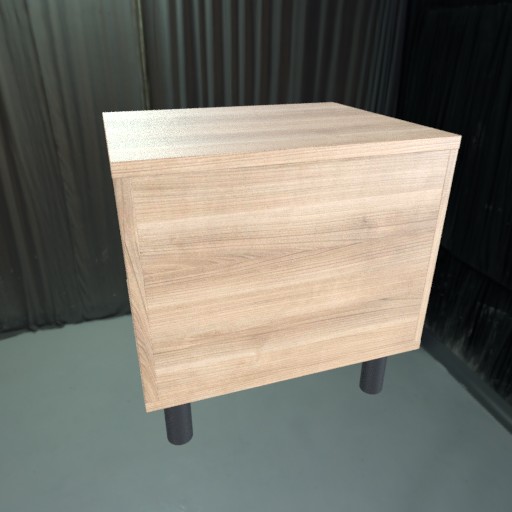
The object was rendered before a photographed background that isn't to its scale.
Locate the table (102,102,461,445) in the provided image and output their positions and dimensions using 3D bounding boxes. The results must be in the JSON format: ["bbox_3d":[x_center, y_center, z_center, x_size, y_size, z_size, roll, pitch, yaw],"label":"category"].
[{"bbox_3d":[0.000,0.000,0.783,0.445,0.460,0.380,-8,27,-17],"label":"table"}]
